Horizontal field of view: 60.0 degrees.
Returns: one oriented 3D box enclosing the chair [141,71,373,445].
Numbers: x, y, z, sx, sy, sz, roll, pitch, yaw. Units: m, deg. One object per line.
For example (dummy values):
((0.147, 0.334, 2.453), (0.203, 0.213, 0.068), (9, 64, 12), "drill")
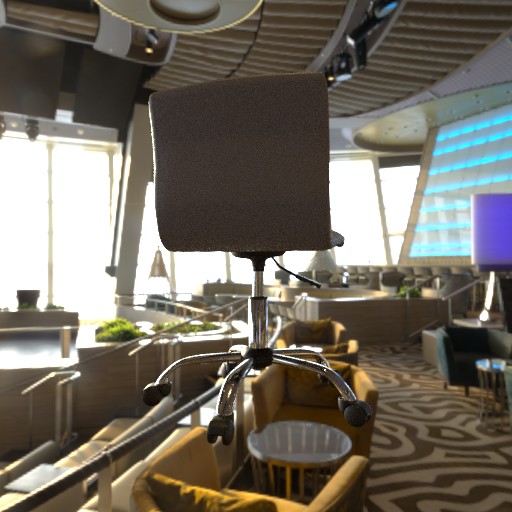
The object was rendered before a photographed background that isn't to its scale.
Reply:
((0.000, 0.000, 1.115), (0.569, 0.750, 0.542), (0, -1, 17), "chair")
